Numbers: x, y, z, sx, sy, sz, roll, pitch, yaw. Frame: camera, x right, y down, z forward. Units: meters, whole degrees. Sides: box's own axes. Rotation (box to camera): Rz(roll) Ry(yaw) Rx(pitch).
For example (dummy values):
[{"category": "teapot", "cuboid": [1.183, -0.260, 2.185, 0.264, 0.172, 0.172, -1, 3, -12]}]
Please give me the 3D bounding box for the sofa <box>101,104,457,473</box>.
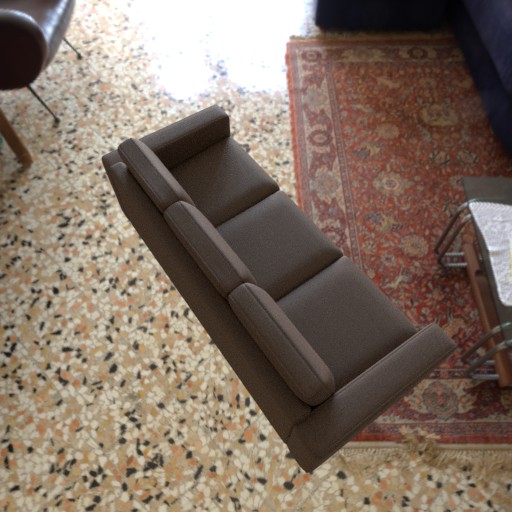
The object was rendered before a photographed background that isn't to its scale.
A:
[{"category": "sofa", "cuboid": [0.000, 0.000, 2.613, 0.900, 0.806, 2.160, -31, 63, -18]}]
